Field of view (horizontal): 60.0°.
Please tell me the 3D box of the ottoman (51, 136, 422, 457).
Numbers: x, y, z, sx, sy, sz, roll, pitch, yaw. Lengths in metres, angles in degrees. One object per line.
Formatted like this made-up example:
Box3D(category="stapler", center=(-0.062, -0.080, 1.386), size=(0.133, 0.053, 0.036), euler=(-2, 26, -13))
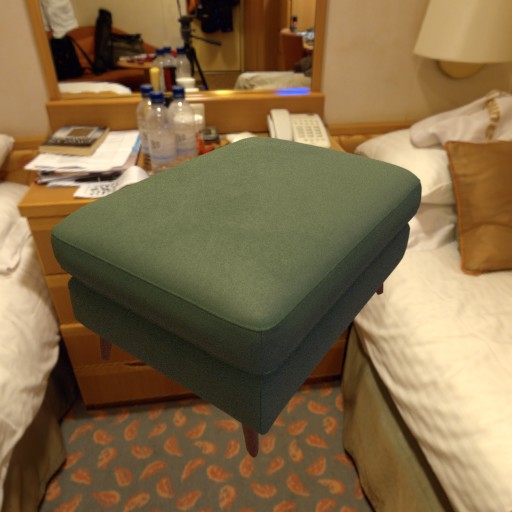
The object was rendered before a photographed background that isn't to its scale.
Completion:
Box3D(category="ottoman", center=(0.000, 0.000, 1.175), size=(0.608, 0.449, 0.811), euler=(21, 38, 29))
